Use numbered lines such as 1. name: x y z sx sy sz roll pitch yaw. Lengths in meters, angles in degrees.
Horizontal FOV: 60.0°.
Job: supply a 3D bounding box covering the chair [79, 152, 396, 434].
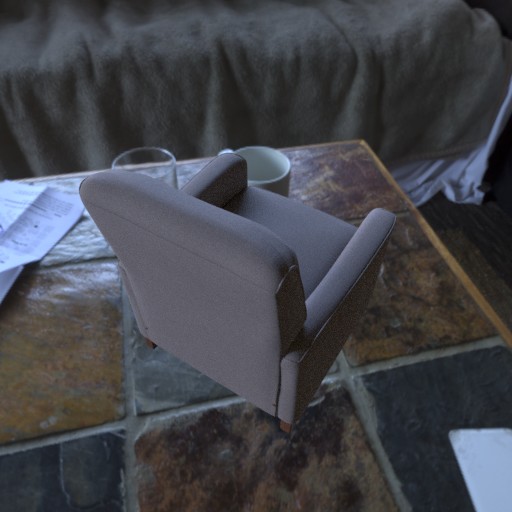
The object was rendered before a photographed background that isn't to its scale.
1. chair: 0.000 0.000 1.716 0.845 1.023 0.859 25 52 21
